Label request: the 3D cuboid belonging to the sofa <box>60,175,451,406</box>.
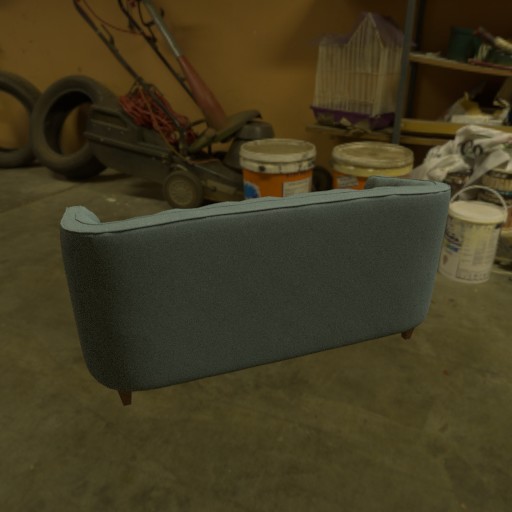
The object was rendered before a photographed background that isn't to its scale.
[{"bbox_3d":[0.000,0.000,2.228,1.733,0.855,0.941,-9,27,-17],"label":"sofa"}]
